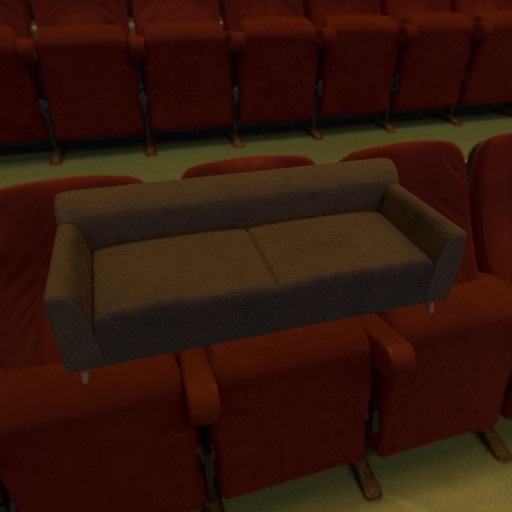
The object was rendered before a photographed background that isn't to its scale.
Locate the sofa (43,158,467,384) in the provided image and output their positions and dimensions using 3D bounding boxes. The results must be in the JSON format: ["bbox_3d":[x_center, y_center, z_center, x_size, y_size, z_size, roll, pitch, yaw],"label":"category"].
[{"bbox_3d":[0.000,0.000,2.650,2.190,0.740,0.900,-9,33,-14],"label":"sofa"}]
